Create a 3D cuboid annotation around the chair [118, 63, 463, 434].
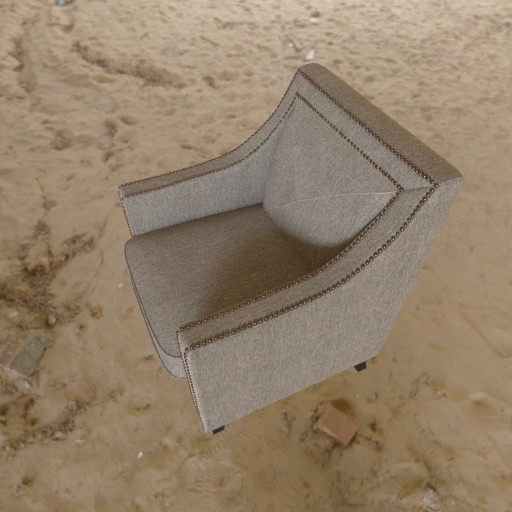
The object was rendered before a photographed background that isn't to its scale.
[{"bbox_3d":[0.000,0.000,1.609,0.884,0.967,0.776,-19,50,-17],"label":"chair"}]
